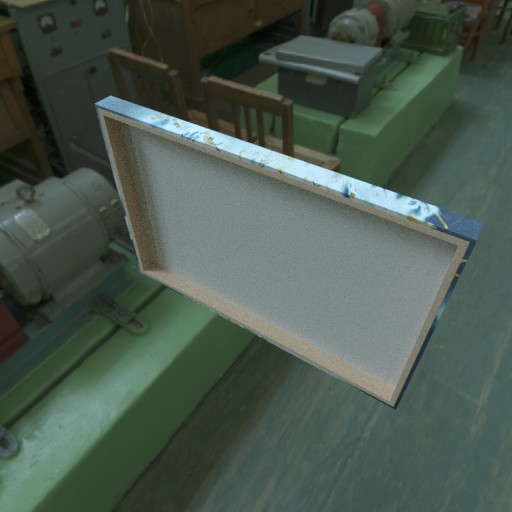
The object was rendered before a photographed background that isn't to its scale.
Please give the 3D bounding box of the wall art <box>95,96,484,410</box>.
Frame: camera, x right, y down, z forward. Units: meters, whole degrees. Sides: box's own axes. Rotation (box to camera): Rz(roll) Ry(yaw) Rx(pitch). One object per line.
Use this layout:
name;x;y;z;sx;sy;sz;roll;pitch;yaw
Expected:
wall art;0.000;0.000;0.763;0.607;0.405;0.036;24;50;23
